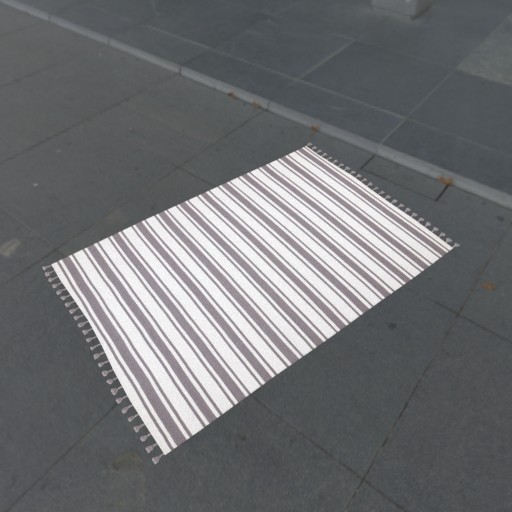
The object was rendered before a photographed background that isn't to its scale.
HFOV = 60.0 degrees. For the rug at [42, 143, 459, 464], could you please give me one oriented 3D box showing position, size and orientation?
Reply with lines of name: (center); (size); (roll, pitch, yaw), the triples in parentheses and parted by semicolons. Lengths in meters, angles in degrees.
rug: (0.000, 0.000, 3.035); (2.425, 0.014, 1.563); (-29, 55, -24)
